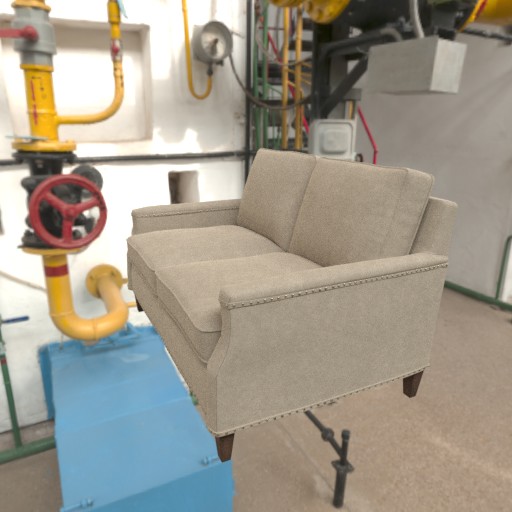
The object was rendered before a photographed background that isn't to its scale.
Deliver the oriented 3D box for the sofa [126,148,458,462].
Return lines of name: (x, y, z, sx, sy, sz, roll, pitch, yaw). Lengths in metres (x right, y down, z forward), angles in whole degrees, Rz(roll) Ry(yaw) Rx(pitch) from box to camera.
sofa: (0.000, 0.000, 2.279, 1.084, 1.002, 1.597, -8, 19, -25)
